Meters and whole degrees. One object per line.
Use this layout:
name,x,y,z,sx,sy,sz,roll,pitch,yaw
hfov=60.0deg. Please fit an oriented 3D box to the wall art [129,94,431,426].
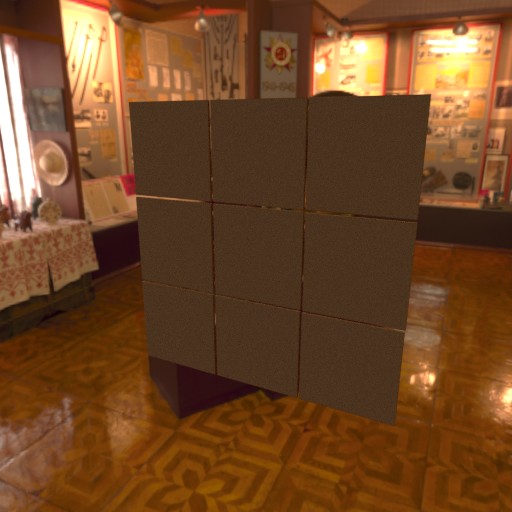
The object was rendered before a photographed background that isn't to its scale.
wall art,0.000,0.000,1.370,0.919,0.917,0.010,8,19,25
